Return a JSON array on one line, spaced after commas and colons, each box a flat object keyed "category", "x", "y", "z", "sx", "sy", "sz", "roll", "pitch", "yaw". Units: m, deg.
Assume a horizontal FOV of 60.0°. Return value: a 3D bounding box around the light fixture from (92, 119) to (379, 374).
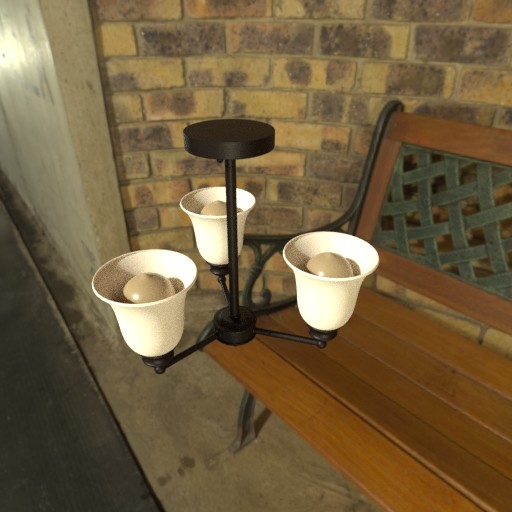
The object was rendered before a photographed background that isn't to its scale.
[{"category": "light fixture", "x": 0.000, "y": 0.000, "z": 0.664, "sx": 0.354, "sy": 0.370, "sz": 0.388, "roll": 9, "pitch": 31, "yaw": 15}]
